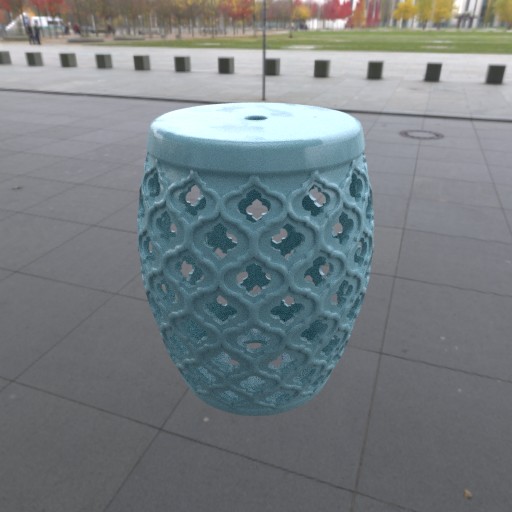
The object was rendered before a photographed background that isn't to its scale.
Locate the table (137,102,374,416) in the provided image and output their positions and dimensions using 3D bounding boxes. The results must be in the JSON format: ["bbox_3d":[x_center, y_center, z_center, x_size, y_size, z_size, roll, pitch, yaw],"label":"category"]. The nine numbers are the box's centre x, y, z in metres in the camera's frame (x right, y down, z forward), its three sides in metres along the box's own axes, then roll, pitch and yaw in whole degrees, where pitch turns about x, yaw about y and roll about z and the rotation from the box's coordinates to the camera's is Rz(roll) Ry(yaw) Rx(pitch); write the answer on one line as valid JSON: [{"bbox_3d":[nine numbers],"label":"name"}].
[{"bbox_3d":[0.000,0.000,0.641,0.325,0.388,0.325,0,28,0],"label":"table"}]
